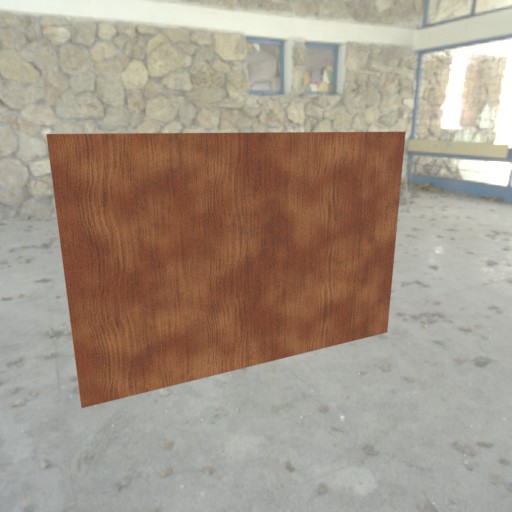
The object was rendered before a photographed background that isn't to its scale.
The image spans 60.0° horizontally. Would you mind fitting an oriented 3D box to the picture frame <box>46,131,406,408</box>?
[{"bbox_3d":[0.000,0.000,1.193,0.950,0.640,0.029,-8,18,-25],"label":"picture frame"}]
